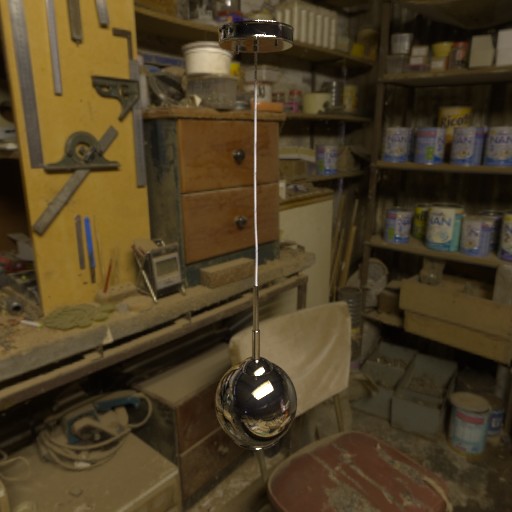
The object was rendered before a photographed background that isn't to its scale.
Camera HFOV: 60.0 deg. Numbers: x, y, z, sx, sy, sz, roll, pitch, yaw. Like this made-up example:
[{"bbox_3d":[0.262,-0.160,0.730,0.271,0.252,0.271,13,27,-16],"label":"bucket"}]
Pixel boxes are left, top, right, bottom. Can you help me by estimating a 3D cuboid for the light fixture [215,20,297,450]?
[{"bbox_3d":[0.000,0.000,1.654,0.336,1.538,0.336,14,20,42],"label":"light fixture"}]
